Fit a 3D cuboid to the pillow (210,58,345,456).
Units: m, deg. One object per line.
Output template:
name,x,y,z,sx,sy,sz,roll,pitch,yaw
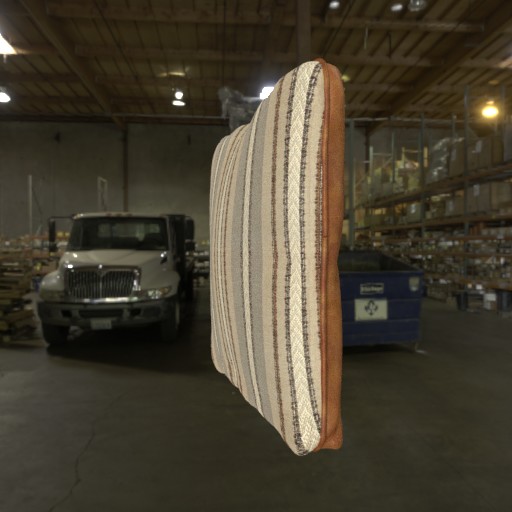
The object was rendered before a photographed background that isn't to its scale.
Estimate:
pillow,0.000,0.000,0.745,0.130,0.490,0.489,0,1,-18
